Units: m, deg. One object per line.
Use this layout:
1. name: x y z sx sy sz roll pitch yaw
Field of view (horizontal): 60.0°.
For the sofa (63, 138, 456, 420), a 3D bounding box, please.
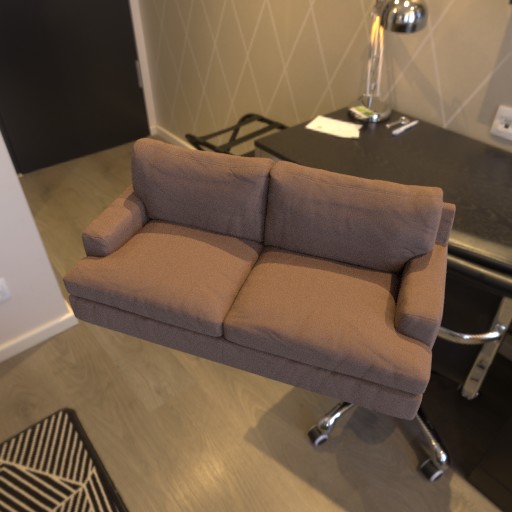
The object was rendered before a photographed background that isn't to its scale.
1. sofa: 0.000 0.000 2.833 2.274 0.950 1.140 13 41 15
